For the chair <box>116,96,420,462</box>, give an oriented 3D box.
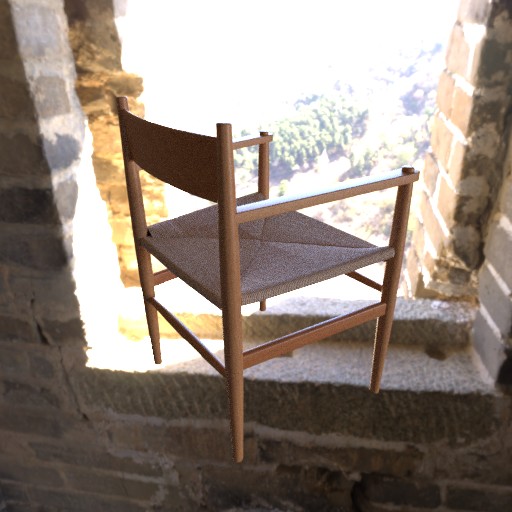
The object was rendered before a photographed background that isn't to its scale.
[{"bbox_3d":[0.000,0.000,1.132,0.495,0.762,0.556,-18,31,-32],"label":"chair"}]
